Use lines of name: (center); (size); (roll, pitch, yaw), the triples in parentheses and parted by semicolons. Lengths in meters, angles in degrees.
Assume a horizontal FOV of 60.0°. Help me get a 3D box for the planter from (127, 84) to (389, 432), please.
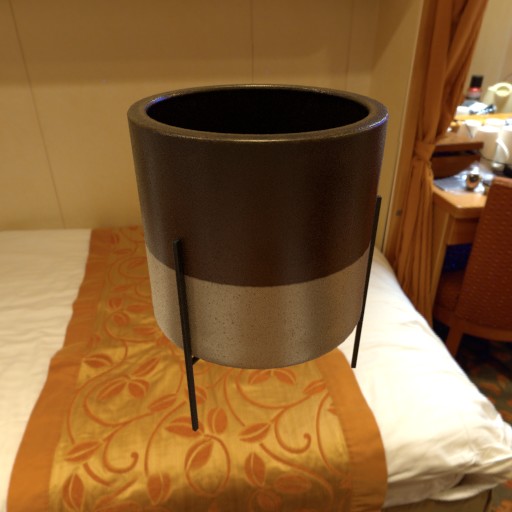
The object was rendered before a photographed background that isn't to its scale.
planter: (0.000, 0.000, 0.707); (0.345, 0.465, 0.354); (18, 35, 29)
